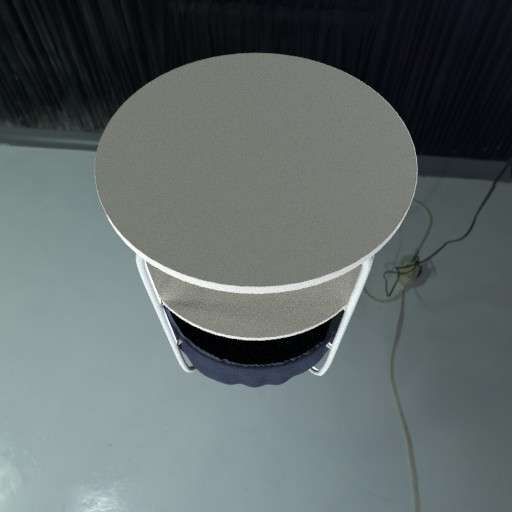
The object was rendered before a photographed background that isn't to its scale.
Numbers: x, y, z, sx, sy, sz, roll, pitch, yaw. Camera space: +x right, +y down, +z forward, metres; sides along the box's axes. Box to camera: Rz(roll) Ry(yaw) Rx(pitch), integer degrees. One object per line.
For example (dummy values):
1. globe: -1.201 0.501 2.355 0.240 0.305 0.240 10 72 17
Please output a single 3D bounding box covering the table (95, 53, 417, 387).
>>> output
1. table: 0.000 0.000 0.809 0.418 0.532 0.418 1 57 1
